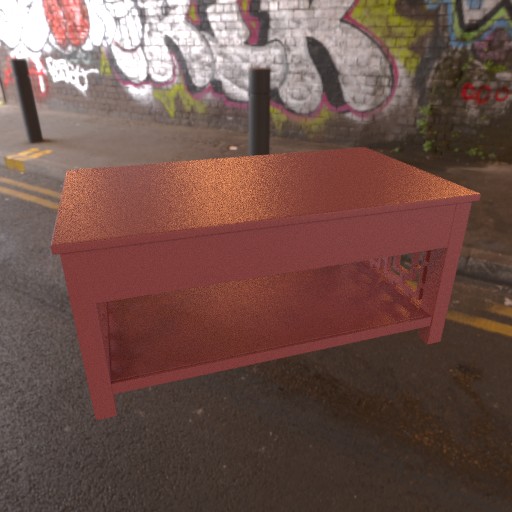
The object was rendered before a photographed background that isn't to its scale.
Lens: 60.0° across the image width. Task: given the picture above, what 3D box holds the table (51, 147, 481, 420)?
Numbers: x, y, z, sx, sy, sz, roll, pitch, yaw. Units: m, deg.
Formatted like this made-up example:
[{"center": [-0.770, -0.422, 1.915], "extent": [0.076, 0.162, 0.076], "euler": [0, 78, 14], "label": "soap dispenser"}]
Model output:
[{"center": [0.000, 0.000, 1.408], "extent": [1.068, 0.493, 0.612], "euler": [-8, 27, -16], "label": "table"}]
